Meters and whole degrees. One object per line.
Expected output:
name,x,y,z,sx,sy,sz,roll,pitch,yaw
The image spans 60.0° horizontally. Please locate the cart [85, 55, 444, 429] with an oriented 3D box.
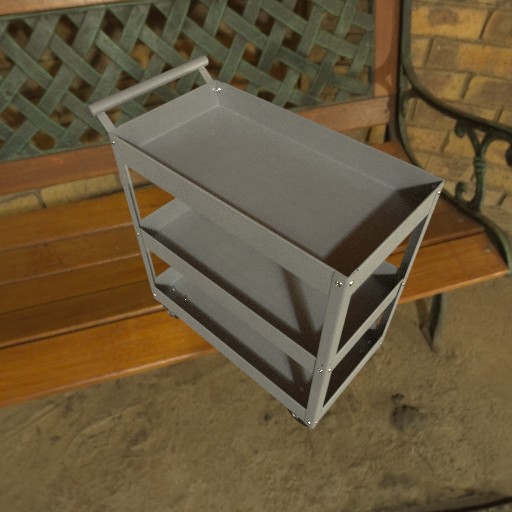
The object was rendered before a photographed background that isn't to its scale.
cart,0.000,0.000,1.216,0.719,0.780,0.366,33,55,27
